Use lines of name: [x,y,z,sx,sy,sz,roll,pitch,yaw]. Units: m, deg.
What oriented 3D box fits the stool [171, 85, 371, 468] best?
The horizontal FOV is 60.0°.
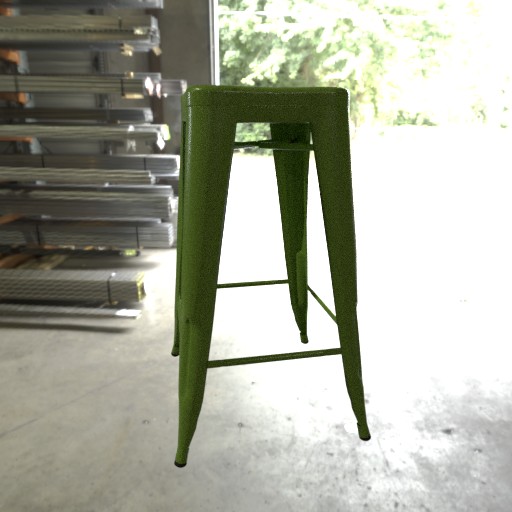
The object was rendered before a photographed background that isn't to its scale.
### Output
stool: [0.000,0.000,0.871,0.358,0.609,0.398,-3,18,-10]
